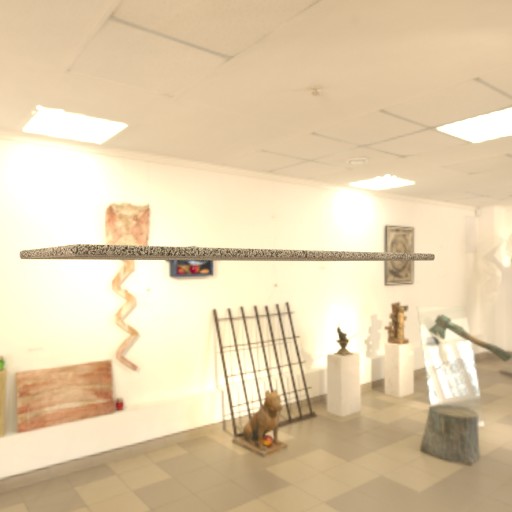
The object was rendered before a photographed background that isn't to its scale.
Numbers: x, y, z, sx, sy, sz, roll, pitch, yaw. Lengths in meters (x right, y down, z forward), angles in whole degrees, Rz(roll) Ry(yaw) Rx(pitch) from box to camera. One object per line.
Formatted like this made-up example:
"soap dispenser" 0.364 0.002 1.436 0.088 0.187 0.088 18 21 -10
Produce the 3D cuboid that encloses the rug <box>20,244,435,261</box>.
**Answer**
"rug" 0.000 0.000 1.701 1.524 0.030 0.609 1 -1 -38
